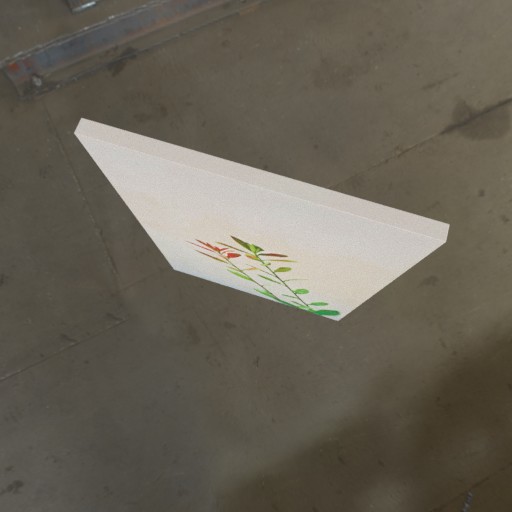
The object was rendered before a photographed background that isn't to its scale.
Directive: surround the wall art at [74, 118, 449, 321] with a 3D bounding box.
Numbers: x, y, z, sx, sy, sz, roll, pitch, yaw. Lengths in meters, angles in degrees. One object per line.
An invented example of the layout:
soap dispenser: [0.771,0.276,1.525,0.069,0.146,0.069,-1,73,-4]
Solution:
wall art: [0.000,0.000,1.422,0.764,1.143,0.038,17,75,5]
